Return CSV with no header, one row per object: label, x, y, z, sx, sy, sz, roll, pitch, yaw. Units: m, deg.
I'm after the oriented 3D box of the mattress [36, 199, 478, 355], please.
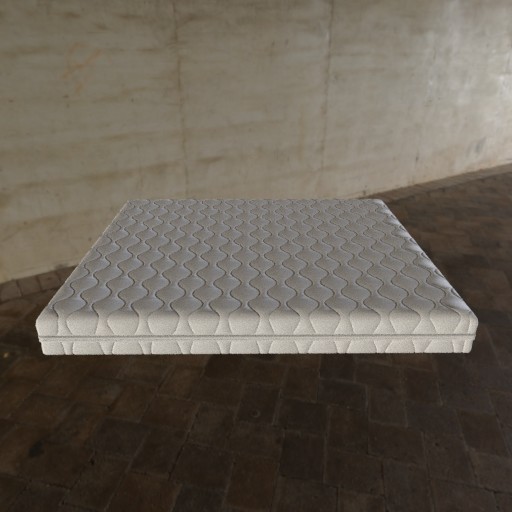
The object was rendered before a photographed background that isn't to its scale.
mattress,0.000,0.000,2.630,1.900,0.200,1.600,0,26,0
